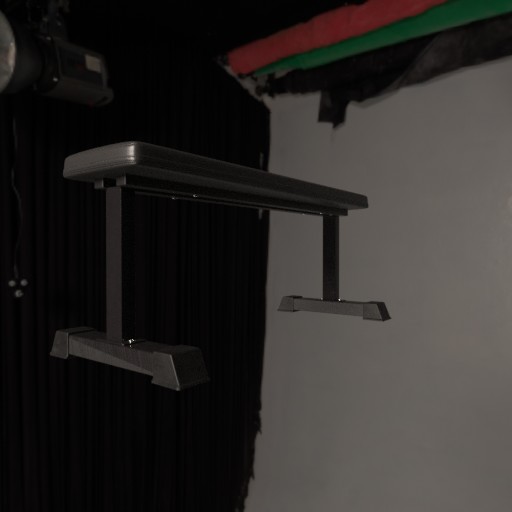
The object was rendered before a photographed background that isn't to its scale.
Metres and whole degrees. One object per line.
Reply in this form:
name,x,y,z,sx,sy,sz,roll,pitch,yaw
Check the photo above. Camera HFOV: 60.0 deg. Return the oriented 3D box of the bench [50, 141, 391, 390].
bench,0.000,0.000,1.301,0.439,0.453,1.072,1,1,37
